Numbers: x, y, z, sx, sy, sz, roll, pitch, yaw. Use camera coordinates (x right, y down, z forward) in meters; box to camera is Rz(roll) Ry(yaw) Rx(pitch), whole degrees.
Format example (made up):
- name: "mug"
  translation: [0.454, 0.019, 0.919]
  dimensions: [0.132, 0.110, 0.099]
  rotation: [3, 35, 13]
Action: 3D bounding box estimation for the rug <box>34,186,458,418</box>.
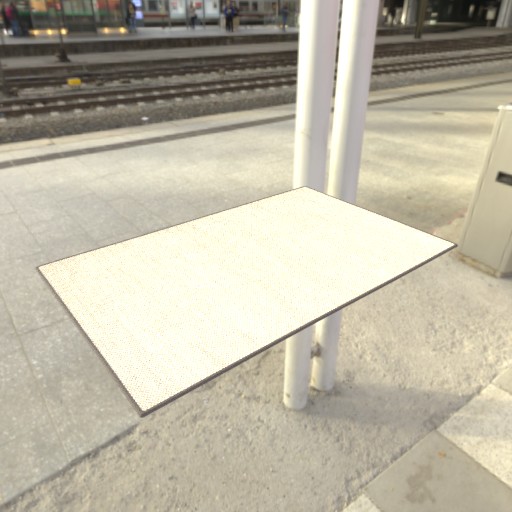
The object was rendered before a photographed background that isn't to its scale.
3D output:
- name: "rug"
  translation: [0.000, 0.000, 2.061]
  dimensions: [1.676, 0.013, 1.067]
  rotation: [-21, 35, -33]
